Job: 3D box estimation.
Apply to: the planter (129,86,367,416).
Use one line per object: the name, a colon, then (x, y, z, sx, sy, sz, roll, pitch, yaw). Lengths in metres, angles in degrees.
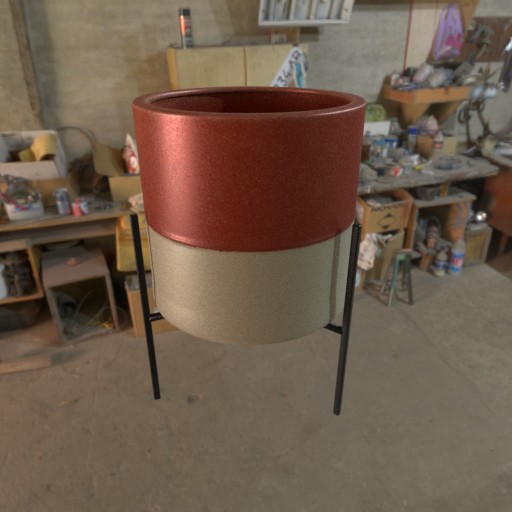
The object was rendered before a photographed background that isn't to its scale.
planter: (0.000, 0.000, 0.523, 0.251, 0.354, 0.235, 19, 32, 33)
